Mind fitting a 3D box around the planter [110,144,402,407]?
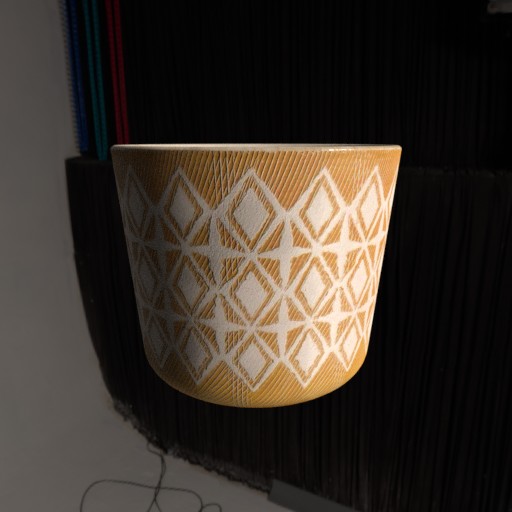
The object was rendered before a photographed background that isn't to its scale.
[{"bbox_3d":[0.000,0.000,0.215,0.126,0.104,0.126,0,15,0],"label":"planter"}]
